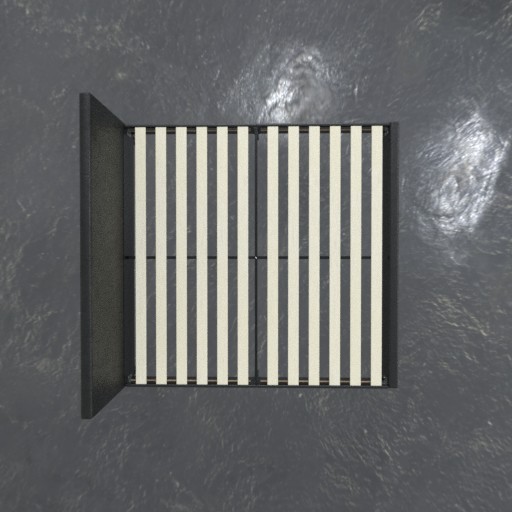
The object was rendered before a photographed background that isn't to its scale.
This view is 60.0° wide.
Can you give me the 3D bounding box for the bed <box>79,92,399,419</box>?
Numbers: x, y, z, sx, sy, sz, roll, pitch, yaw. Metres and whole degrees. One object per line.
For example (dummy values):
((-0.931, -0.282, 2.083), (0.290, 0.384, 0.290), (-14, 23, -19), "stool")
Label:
((0.000, 0.000, 3.223), (2.152, 1.046, 2.018), (0, 91, 1), "bed")
